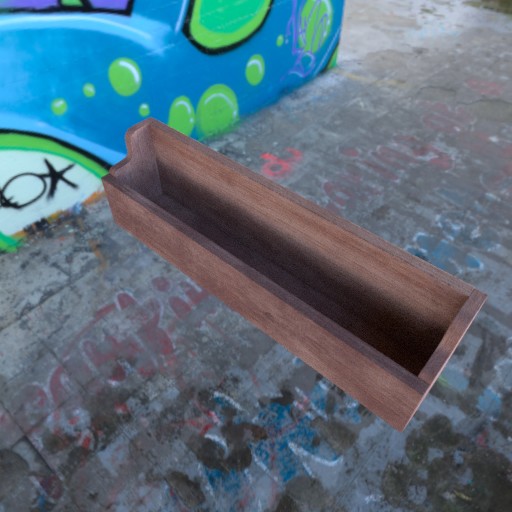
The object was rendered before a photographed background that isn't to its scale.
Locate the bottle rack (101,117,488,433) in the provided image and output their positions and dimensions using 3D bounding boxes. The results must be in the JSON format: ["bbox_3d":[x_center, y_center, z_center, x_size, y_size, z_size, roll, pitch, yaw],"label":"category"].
[{"bbox_3d":[0.000,0.000,0.690,0.608,0.196,0.126,33,55,27],"label":"bottle rack"}]
